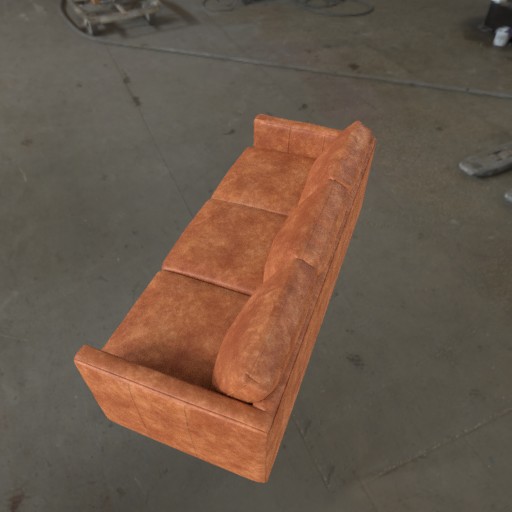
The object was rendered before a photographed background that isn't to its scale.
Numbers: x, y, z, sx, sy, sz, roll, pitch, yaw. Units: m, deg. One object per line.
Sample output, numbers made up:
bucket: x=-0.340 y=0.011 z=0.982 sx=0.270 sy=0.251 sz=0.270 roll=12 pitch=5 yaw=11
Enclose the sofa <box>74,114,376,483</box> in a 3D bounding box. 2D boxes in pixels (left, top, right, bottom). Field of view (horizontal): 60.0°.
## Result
sofa: x=0.000 y=0.000 z=2.955 sx=1.045 sy=1.006 sz=2.464 roll=16 pitch=48 yaw=14
